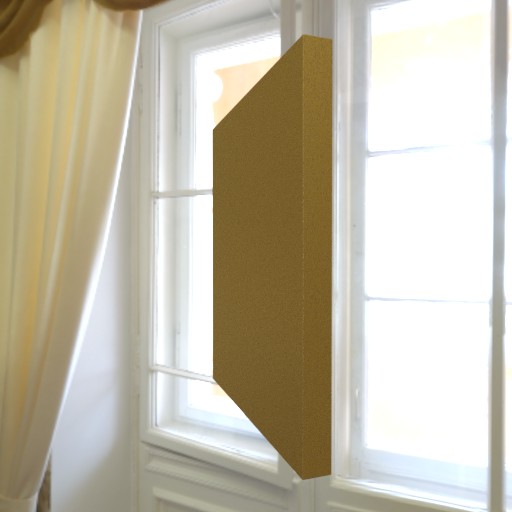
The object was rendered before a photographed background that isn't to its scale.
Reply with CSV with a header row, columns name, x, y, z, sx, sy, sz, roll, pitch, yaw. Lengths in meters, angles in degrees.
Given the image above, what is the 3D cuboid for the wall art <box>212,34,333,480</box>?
name,x,y,z,sx,sy,sz,roll,pitch,yaw
wall art,0.000,0.000,0.897,0.048,0.642,0.537,0,1,-20
